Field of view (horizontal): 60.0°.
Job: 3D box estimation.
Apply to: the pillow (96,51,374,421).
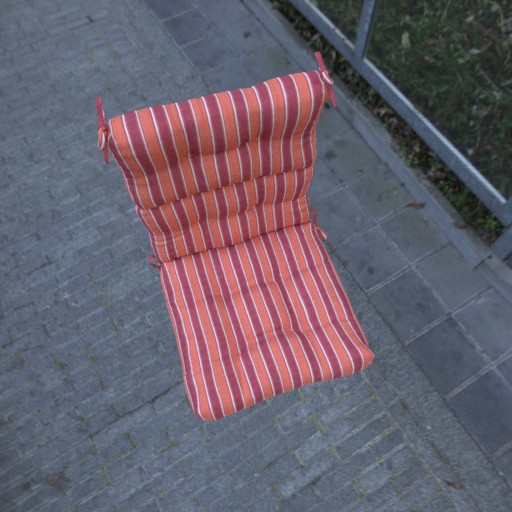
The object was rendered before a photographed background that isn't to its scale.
[{"bbox_3d":[0.000,0.000,1.024,0.519,0.605,0.571,-16,65,-8],"label":"pillow"}]
